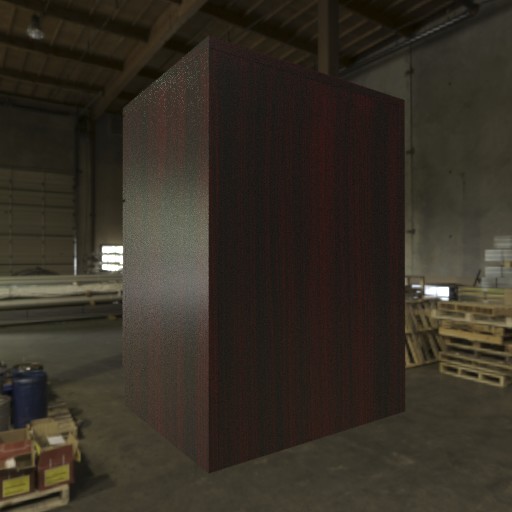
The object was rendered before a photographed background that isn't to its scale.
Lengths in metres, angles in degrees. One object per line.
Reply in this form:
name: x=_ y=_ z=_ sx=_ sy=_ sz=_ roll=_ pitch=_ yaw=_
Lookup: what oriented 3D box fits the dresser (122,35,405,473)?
dresser: x=0.000 y=0.000 z=0.826 sx=0.400 sy=0.560 sz=0.360 roll=0 pitch=0 yaw=-35
